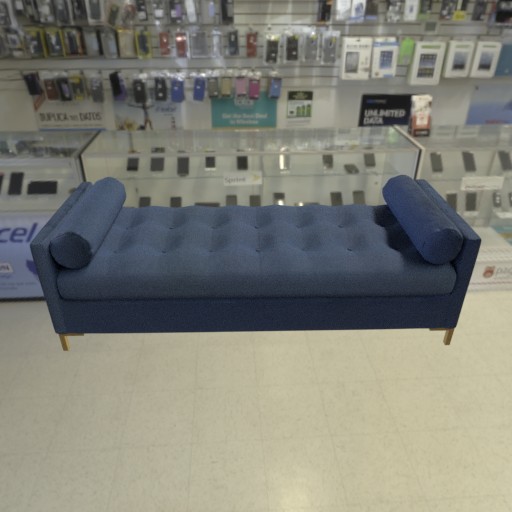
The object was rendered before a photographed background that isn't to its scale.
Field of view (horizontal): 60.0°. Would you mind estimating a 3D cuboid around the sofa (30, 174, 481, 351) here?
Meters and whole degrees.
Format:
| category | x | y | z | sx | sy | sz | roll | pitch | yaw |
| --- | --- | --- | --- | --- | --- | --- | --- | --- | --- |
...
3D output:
| category | x | y | z | sx | sy | sz | roll | pitch | yaw |
| --- | --- | --- | --- | --- | --- | --- | --- | --- | --- |
| sofa | 0.000 | 0.000 | 2.493 | 2.102 | 0.705 | 0.796 | -1 | 31 | -1 |
